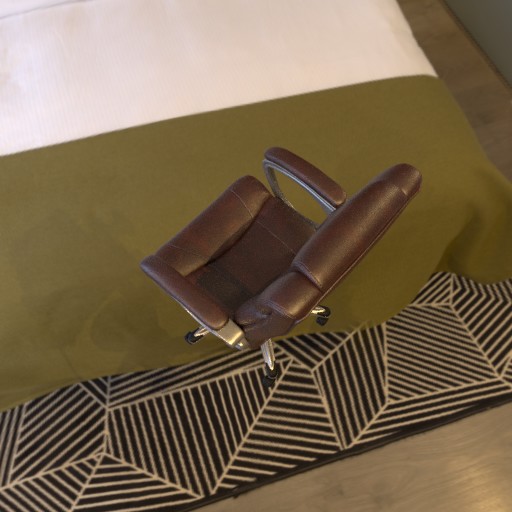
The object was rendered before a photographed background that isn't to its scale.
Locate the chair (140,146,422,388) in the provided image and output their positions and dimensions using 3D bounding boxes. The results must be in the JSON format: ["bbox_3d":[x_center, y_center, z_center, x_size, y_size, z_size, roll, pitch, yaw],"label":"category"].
[{"bbox_3d":[0.000,0.000,1.563,0.692,1.128,0.656,39,70,17],"label":"chair"}]
